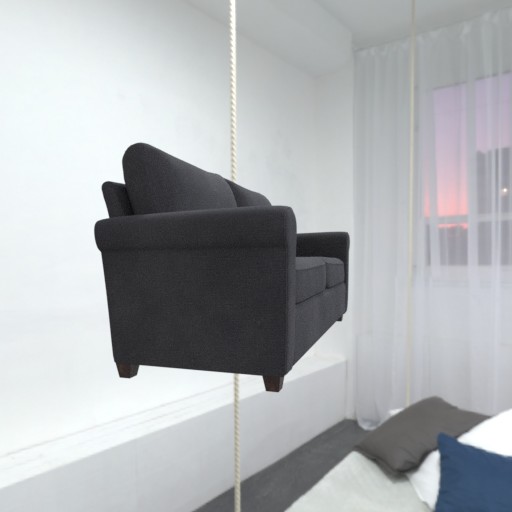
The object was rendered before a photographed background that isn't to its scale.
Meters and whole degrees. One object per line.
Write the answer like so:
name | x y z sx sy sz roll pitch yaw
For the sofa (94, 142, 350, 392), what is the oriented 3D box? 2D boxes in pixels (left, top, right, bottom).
sofa | 0.000 0.000 2.495 0.842 0.942 1.935 0 0 18
